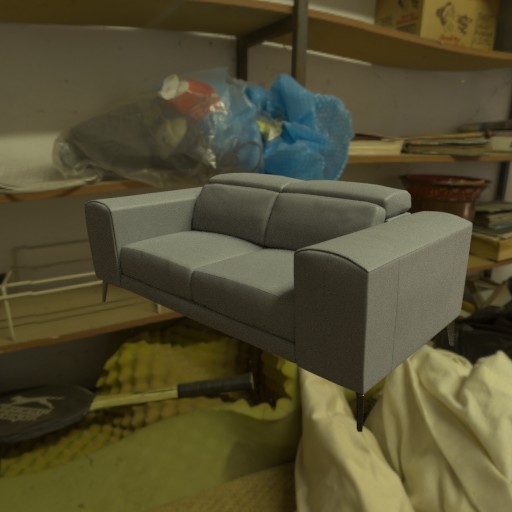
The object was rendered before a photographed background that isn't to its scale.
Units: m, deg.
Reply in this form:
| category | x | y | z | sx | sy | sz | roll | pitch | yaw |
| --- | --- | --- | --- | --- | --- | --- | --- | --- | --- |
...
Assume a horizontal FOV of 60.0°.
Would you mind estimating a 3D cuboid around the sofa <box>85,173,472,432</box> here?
| category | x | y | z | sx | sy | sz | roll | pitch | yaw |
| --- | --- | --- | --- | --- | --- | --- | --- | --- | --- |
| sofa | 0.000 | 0.000 | 2.400 | 1.895 | 0.779 | 1.003 | 14 | 21 | 41 |
